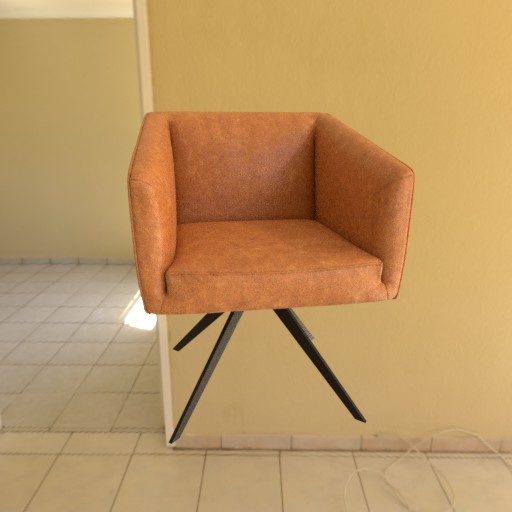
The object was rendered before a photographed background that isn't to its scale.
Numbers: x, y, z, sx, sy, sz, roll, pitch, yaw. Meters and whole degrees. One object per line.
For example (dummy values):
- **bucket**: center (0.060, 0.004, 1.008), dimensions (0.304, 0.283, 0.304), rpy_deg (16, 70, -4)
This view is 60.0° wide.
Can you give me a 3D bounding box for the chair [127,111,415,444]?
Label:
- **chair**: center (0.000, 0.000, 1.196), dimensions (0.588, 0.760, 0.625), rpy_deg (-3, 16, -9)
